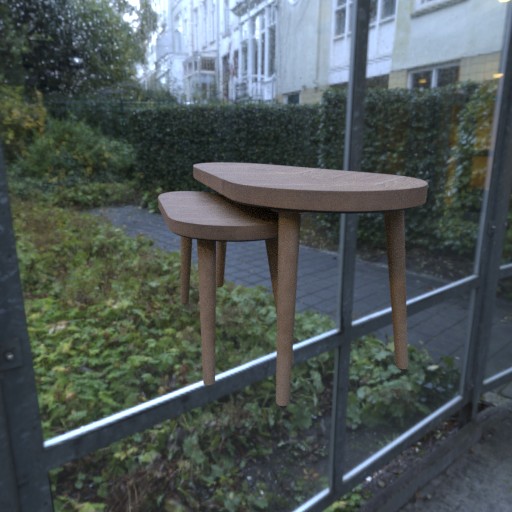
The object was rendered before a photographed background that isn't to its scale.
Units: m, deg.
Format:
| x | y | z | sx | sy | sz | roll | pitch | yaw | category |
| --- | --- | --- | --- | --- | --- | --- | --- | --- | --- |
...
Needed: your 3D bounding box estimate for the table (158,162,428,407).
| x | y | z | sx | sy | sz | roll | pitch | yaw | category |
| --- | --- | --- | --- | --- | --- | --- | --- | --- | --- |
| 0.000 | 0.000 | 1.599 | 0.701 | 0.595 | 1.190 | -8 | 17 | -26 | table |
